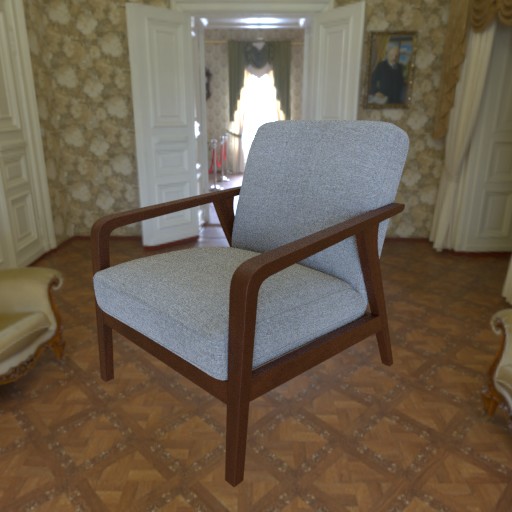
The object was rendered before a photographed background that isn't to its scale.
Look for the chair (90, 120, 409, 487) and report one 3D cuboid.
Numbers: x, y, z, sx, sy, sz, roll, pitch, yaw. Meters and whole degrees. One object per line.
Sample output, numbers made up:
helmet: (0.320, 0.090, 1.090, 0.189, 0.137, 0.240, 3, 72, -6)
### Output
chair: (0.000, 0.000, 1.446, 0.704, 0.847, 0.858, 16, 24, 42)
